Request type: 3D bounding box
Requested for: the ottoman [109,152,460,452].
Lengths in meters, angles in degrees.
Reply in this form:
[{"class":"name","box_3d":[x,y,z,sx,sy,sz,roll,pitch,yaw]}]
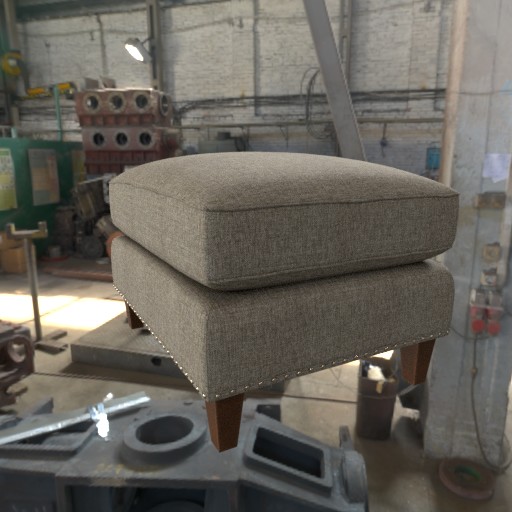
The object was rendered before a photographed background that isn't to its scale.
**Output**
[{"class":"ottoman","box_3d":[0.000,0.000,1.120,0.584,0.513,0.741,-7,15,-28]}]
